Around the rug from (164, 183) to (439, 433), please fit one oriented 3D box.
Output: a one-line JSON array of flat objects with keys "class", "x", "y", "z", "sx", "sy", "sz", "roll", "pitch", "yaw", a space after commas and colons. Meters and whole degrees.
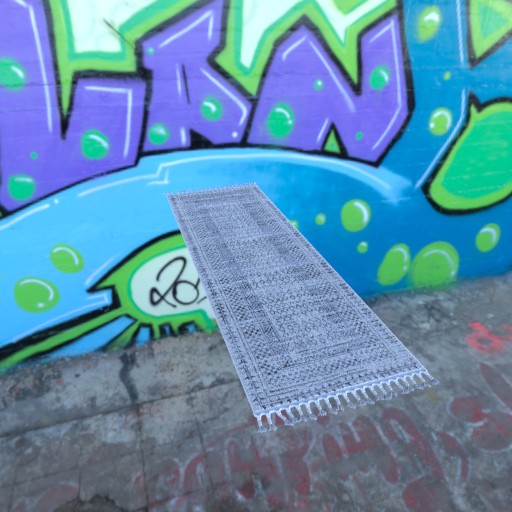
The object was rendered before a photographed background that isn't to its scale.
[{"class": "rug", "x": 0.000, "y": 0.000, "z": 2.714, "sx": 0.786, "sy": 0.013, "sz": 2.480, "roll": -9, "pitch": 31, "yaw": -16}]
